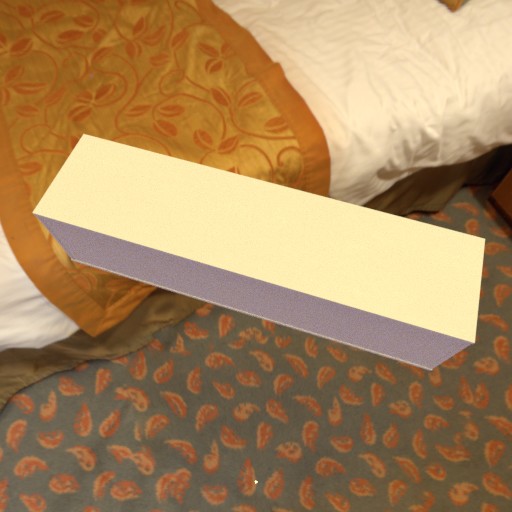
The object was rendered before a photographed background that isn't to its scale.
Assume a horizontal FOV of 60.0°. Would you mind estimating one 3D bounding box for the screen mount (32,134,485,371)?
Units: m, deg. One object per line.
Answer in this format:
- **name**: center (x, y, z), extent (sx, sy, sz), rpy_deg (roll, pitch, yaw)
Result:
- **screen mount**: center (0.000, 0.000, 1.846), extent (1.600, 0.520, 0.418), rpy_deg (16, 64, 8)
